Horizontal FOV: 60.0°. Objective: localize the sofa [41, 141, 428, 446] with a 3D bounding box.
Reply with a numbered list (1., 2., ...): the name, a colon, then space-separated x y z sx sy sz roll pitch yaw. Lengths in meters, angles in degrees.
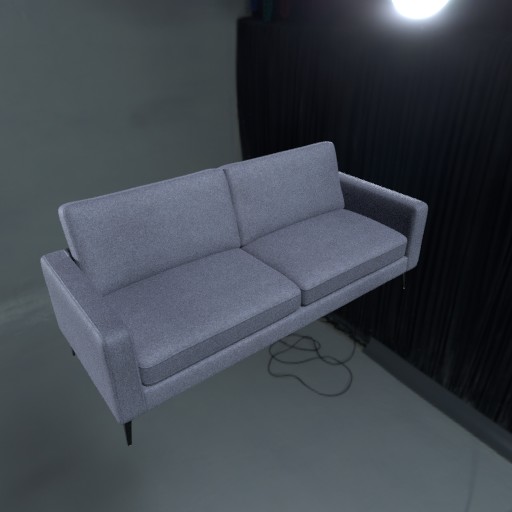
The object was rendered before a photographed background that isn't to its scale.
1. sofa: 0.000 0.000 2.352 1.925 0.828 0.774 -21 36 -32
